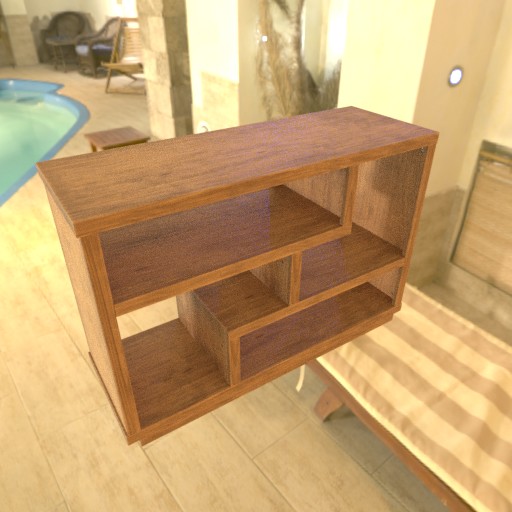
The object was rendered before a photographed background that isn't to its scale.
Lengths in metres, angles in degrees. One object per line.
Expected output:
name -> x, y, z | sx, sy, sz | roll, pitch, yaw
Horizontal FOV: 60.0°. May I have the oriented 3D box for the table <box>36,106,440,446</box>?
table -> 0.000, 0.000, 1.517 | 1.151, 0.771, 0.410 | -19, 37, -27
